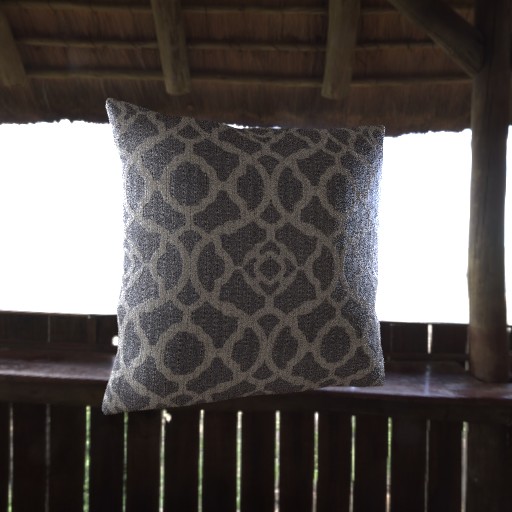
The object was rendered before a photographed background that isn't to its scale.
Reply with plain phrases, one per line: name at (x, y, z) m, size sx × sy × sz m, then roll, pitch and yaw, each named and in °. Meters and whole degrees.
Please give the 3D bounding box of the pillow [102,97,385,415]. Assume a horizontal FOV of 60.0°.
pillow at (0.000, 0.000, 0.773) m, size 0.508 × 0.498 × 0.215 m, roll 0°, pitch 0°, yaw -18°
